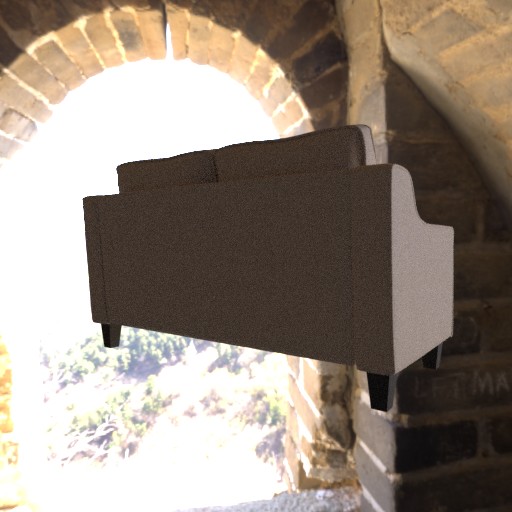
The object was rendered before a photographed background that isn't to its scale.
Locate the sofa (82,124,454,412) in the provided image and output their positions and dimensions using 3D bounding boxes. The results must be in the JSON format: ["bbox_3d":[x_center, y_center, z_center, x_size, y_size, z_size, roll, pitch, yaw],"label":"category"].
[{"bbox_3d":[0.000,0.000,3.415,2.587,1.562,1.351,1,2,36],"label":"sofa"}]
